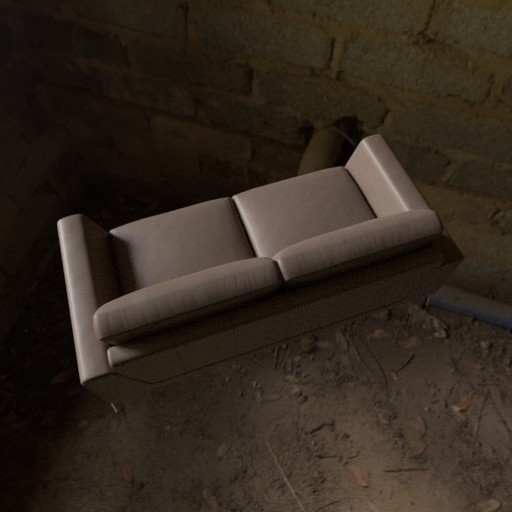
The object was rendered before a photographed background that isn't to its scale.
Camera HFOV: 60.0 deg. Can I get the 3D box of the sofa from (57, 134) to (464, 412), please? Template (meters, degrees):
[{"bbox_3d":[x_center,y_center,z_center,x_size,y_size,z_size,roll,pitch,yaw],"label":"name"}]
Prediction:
[{"bbox_3d":[0.000,0.000,2.519,2.017,0.875,0.953,-17,61,-9],"label":"sofa"}]
